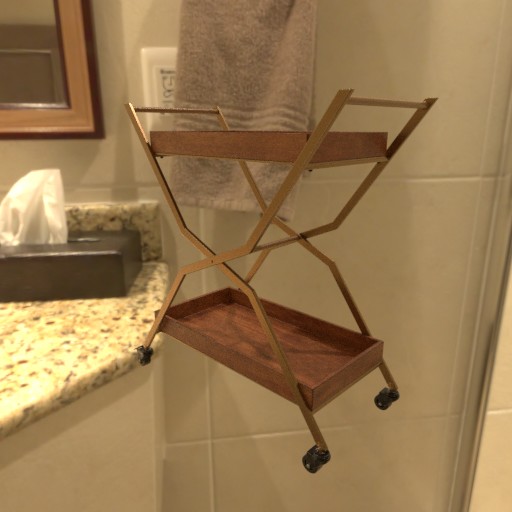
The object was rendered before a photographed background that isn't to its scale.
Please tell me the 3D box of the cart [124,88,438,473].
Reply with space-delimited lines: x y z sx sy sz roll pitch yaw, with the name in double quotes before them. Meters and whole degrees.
"cart" 0.000 0.000 1.316 0.836 0.869 0.405 15 22 42
